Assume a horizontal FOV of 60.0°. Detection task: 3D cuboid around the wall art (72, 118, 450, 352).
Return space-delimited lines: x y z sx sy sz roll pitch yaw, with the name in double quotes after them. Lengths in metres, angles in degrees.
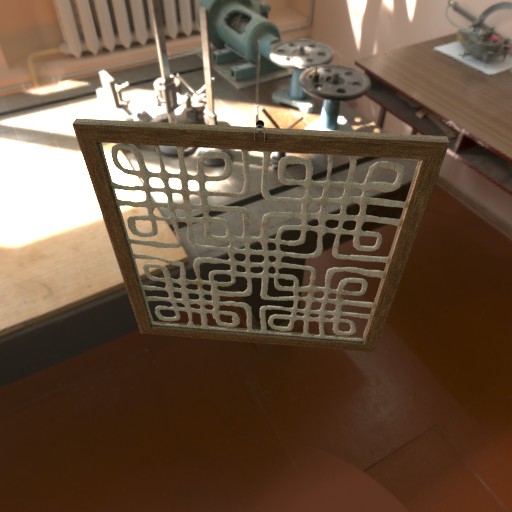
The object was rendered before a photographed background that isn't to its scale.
0.000 0.000 0.854 0.561 0.582 0.021 4 46 4 "wall art"
